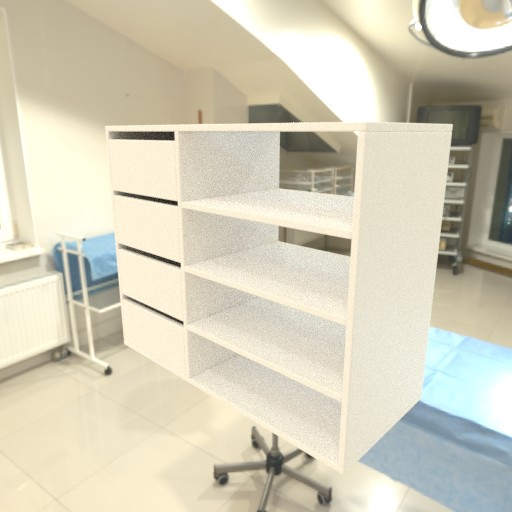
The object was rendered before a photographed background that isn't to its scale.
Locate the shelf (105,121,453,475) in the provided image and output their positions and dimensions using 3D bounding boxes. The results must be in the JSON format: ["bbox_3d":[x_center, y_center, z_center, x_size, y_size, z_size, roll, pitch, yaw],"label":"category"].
[{"bbox_3d":[0.000,0.000,1.292,0.895,0.732,0.396,14,21,41],"label":"shelf"}]
